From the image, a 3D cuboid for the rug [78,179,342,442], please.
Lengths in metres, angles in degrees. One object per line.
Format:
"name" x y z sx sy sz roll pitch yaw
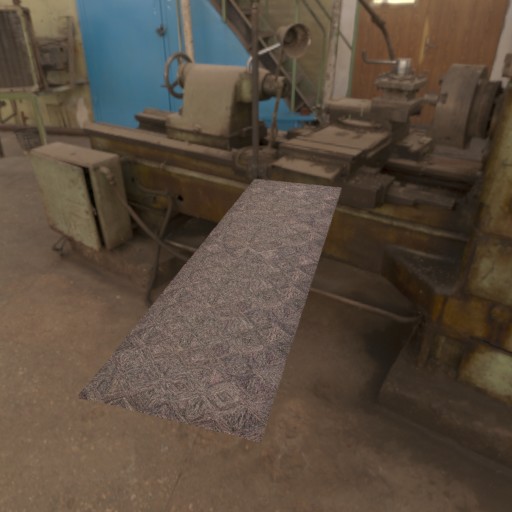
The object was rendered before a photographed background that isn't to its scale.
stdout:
"rug" 0.000 0.000 2.472 0.691 0.011 2.296 8 31 14
